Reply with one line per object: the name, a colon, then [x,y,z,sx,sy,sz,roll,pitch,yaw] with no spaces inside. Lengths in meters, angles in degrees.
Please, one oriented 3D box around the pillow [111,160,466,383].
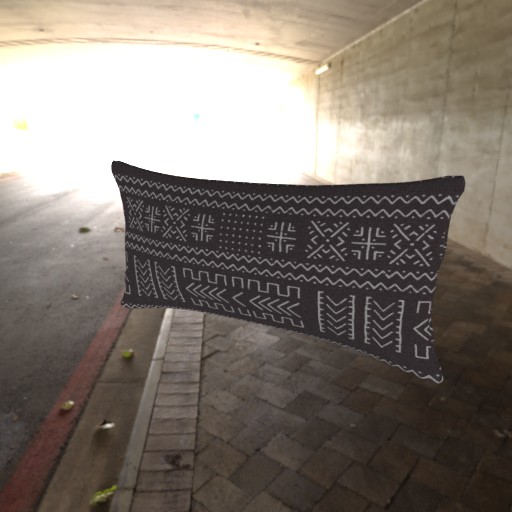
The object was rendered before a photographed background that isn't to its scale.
pillow: [0.000,0.000,0.803,0.667,0.322,0.135,8,18,26]
